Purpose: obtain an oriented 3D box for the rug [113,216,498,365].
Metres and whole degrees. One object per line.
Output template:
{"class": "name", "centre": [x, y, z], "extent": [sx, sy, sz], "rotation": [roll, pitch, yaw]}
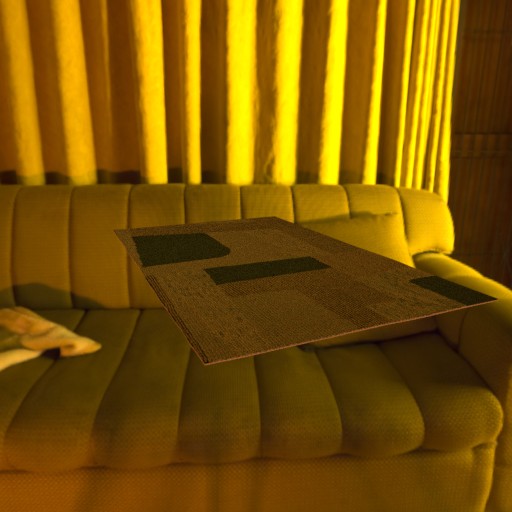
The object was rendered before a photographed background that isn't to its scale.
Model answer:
{"class": "rug", "centre": [0.000, 0.000, 2.943], "extent": [1.521, 0.015, 2.436], "rotation": [-7, 17, -24]}
